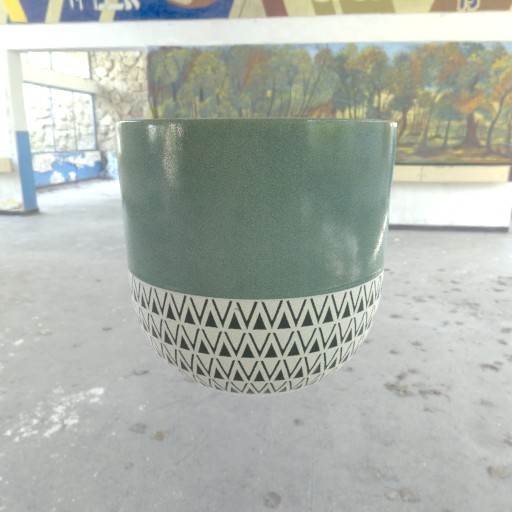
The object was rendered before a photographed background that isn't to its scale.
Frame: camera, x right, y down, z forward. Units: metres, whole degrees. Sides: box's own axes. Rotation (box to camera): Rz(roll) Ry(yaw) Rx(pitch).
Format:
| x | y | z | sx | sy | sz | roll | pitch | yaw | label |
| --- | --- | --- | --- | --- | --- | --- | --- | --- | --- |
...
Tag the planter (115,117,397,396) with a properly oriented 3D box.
| x | y | z | sx | sy | sz | roll | pitch | yaw | label |
| --- | --- | --- | --- | --- | --- | --- | --- | --- | --- |
| 0.000 | 0.000 | 0.470 | 0.266 | 0.270 | 0.266 | 0 | 15 | 0 | planter |
